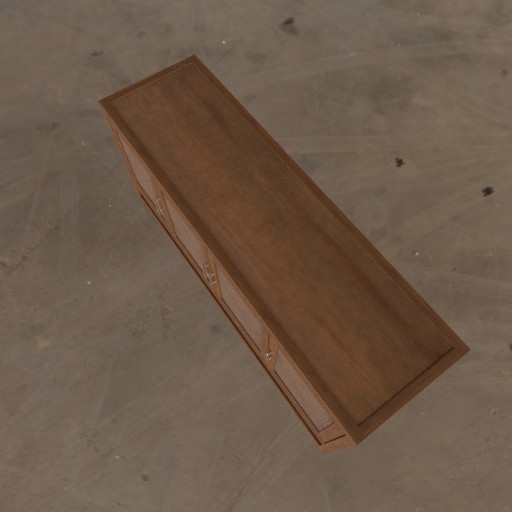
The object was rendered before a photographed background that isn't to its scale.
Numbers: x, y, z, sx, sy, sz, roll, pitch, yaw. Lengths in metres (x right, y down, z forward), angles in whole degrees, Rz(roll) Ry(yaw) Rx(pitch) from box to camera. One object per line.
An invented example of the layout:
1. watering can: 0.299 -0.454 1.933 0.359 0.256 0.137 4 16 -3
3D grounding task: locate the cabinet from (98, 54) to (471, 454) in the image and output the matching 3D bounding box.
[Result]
1. cabinet: 0.000 0.000 2.066 0.522 0.820 1.708 -33 69 -15
